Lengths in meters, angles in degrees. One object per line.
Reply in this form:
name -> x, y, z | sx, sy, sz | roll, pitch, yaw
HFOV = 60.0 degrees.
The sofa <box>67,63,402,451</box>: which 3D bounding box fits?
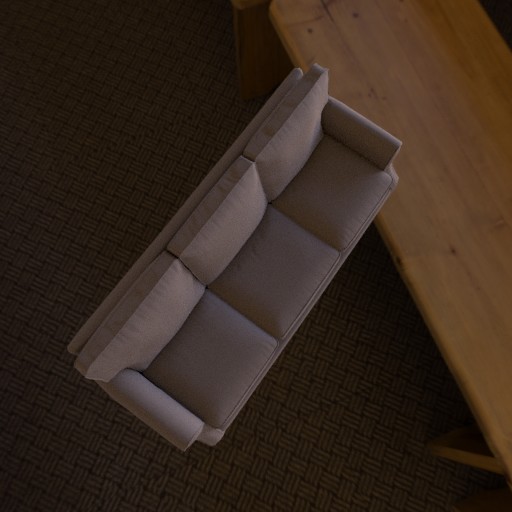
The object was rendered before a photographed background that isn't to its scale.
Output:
sofa -> 0.000, 0.000, 2.837 | 0.966, 0.948, 2.353 | 35, 78, 8
